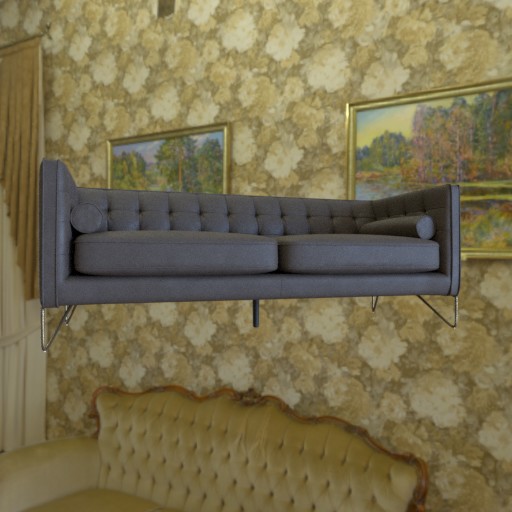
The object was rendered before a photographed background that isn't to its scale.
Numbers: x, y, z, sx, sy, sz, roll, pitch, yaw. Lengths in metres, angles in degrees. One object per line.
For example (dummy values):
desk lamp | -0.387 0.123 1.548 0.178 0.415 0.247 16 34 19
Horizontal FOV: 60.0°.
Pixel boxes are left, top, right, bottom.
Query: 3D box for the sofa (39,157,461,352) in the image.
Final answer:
sofa | 0.000 0.000 2.462 2.087 0.789 0.867 0 -1 -18
